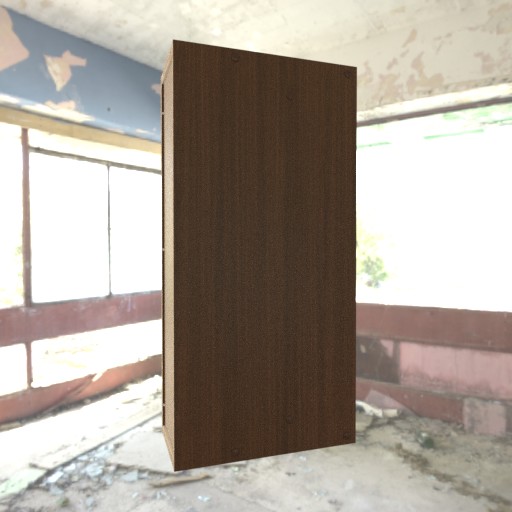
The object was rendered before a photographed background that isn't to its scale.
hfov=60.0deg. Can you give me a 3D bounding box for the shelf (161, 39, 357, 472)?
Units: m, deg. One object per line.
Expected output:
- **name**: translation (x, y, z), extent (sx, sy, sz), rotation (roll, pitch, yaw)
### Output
- **shelf**: translation (0.000, 0.000, 0.729), extent (0.290, 0.600, 0.147), rotation (0, 1, -19)
